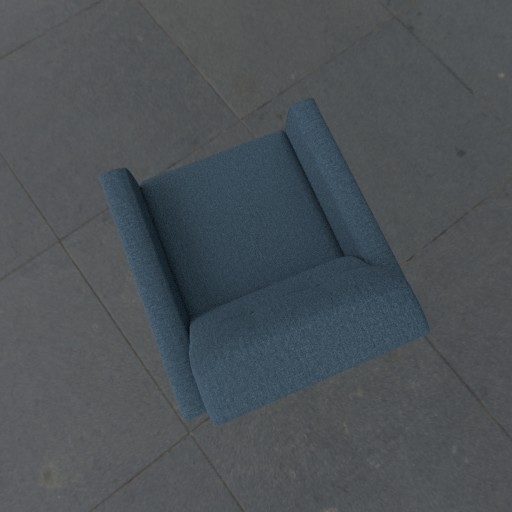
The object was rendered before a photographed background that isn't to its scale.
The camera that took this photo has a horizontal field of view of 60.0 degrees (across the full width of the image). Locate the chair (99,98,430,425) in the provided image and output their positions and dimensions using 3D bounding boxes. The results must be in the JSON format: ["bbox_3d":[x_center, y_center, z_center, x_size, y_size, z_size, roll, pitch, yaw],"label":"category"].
[{"bbox_3d":[0.000,0.000,1.683,0.880,0.940,0.964,-22,76,-6],"label":"chair"}]
